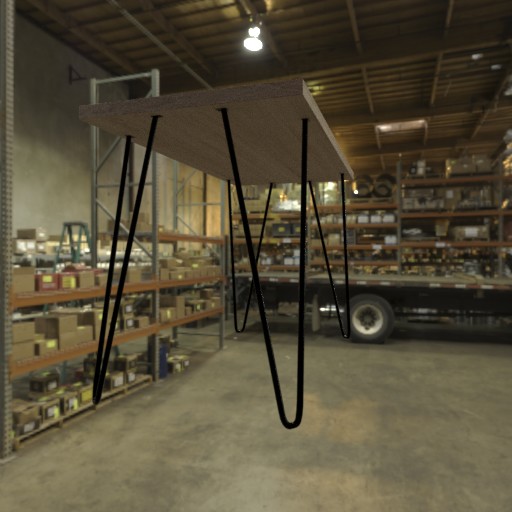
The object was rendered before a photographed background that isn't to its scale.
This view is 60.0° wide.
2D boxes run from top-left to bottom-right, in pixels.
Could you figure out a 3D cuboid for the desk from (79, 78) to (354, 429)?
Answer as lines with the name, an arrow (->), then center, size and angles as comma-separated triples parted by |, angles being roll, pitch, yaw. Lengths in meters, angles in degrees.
desk -> 0.000, 0.000, 1.369 | 0.499, 0.660, 0.991 | 0, 0, 18
